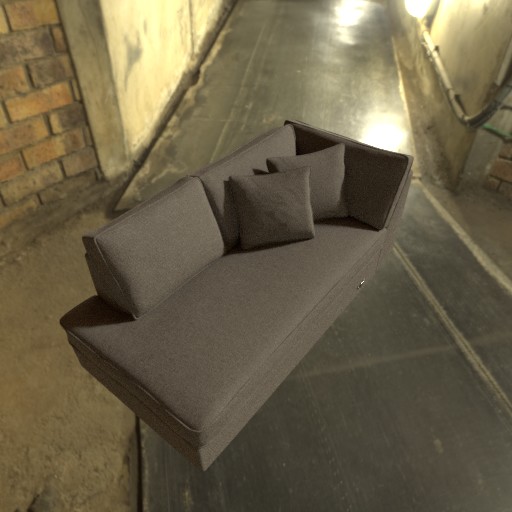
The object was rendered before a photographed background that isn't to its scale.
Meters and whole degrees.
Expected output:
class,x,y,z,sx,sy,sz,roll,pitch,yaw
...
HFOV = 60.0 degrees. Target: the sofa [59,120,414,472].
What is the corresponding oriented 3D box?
class,x,y,z,sx,sy,sz,roll,pitch,yaw
sofa,0.000,0.000,2.861,1.110,1.033,2.237,28,49,28
